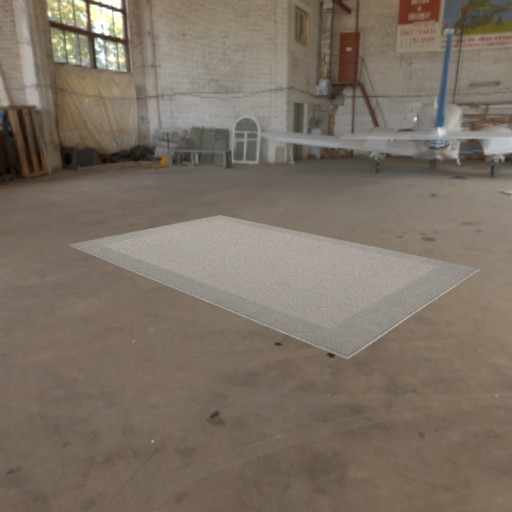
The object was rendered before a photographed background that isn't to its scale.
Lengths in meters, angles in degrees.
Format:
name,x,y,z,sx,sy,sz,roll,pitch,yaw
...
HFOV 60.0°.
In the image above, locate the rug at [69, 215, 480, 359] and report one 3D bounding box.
name,x,y,z,sx,sy,sz,roll,pitch,yaw
rug,0.000,0.000,3.063,2.438,0.014,1.524,15,23,41
